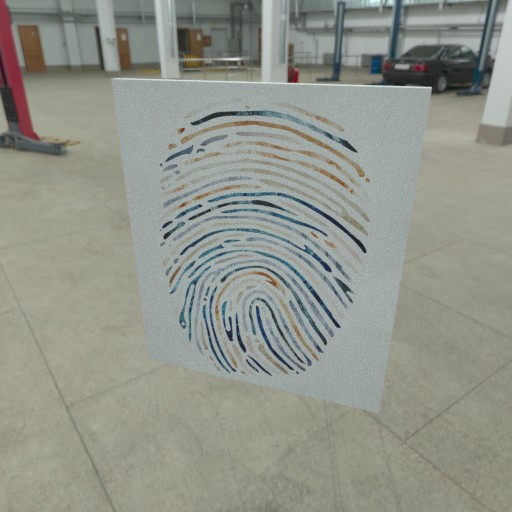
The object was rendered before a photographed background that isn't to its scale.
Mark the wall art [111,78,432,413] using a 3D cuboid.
[{"bbox_3d":[0.000,0.000,0.971,0.609,0.710,0.021,8,27,17],"label":"wall art"}]
